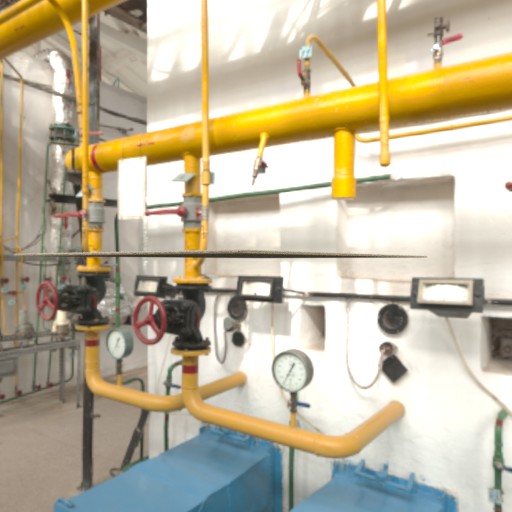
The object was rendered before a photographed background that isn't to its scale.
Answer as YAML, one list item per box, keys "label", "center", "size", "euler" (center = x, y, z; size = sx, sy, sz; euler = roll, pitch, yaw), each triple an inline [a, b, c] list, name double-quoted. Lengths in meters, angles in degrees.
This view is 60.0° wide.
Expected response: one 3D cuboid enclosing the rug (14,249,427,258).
- label: "rug"
  center: [0.000, 0.000, 2.262]
  size: [1.219, 0.010, 1.829]
  euler: [0, -1, 36]
